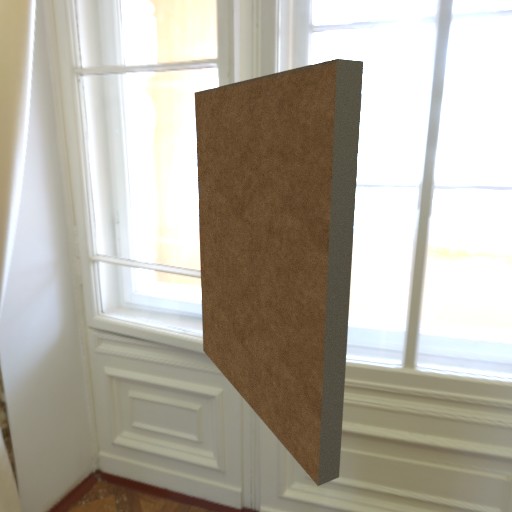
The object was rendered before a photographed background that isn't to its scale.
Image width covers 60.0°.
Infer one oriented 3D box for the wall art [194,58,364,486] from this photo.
[{"bbox_3d":[0.000,0.000,0.750,0.037,0.554,0.453,-8,17,-26],"label":"wall art"}]
